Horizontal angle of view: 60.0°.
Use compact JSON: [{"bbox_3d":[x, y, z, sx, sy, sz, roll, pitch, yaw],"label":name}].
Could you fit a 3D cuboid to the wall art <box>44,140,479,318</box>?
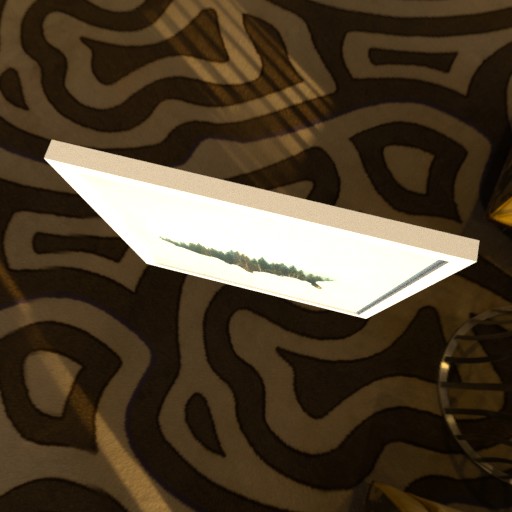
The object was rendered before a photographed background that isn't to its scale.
[{"bbox_3d":[0.000,0.000,1.129,0.762,0.762,0.038,14,75,4],"label":"wall art"}]
